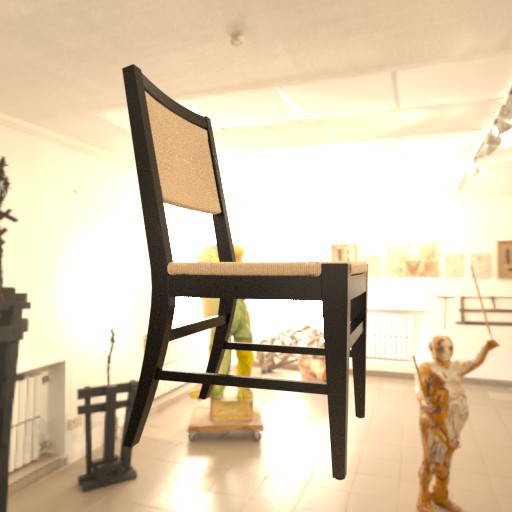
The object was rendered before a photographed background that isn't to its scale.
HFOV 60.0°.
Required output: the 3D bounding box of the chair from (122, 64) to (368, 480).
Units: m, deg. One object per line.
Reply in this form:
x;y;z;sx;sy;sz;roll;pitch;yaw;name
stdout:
0.000;0.000;1.188;0.552;0.927;0.437;0;-1;20;chair
